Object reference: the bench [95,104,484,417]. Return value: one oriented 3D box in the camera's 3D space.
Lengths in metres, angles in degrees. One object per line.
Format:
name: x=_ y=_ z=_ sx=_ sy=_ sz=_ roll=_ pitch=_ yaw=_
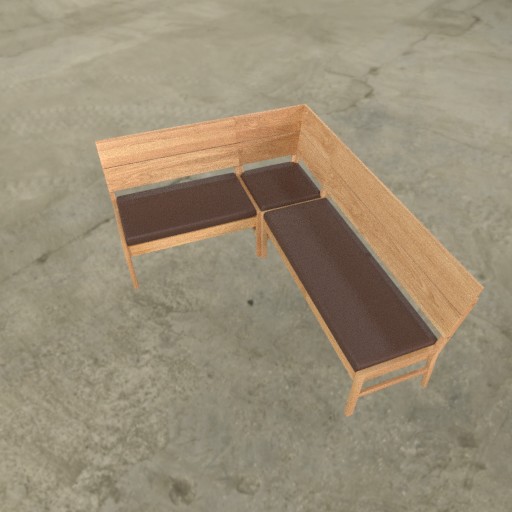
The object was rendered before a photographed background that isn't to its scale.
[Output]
bench: x=0.000 y=0.000 z=2.806 sx=1.549 sy=0.890 sz=1.975 roll=-15 pitch=47 yaw=-15
